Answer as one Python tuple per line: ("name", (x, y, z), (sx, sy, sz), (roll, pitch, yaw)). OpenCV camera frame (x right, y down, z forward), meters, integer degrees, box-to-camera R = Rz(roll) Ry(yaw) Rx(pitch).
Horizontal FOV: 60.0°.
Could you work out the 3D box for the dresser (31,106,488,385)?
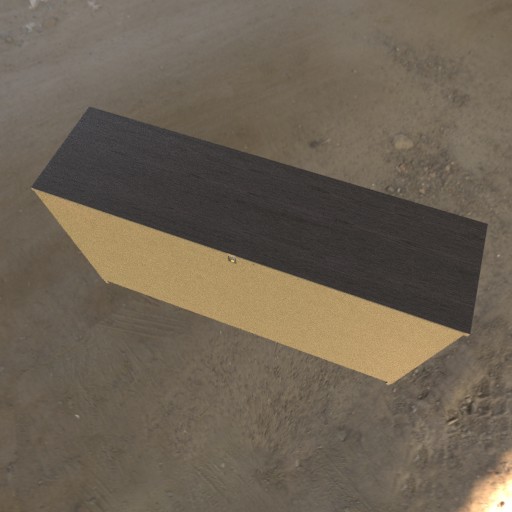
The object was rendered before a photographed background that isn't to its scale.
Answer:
("dresser", (0.000, 0.000, 1.703), (1.360, 0.755, 0.401), (18, 65, 9))
